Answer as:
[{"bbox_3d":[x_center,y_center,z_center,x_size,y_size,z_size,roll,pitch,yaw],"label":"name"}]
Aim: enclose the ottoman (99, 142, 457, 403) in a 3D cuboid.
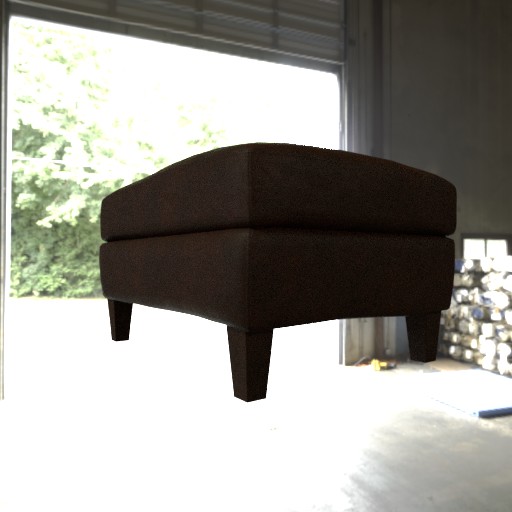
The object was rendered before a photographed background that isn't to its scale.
[{"bbox_3d":[0.000,0.000,1.255,0.659,0.527,0.887,0,-1,-36],"label":"ottoman"}]
